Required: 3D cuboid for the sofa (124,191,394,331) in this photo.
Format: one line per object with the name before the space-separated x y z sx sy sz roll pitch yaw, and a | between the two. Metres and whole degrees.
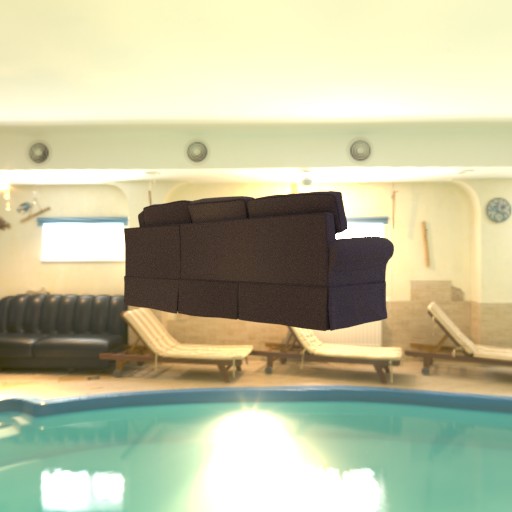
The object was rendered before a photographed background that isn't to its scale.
sofa | 0.000 0.000 5.030 2.874 1.169 3.773 0 0 -17
